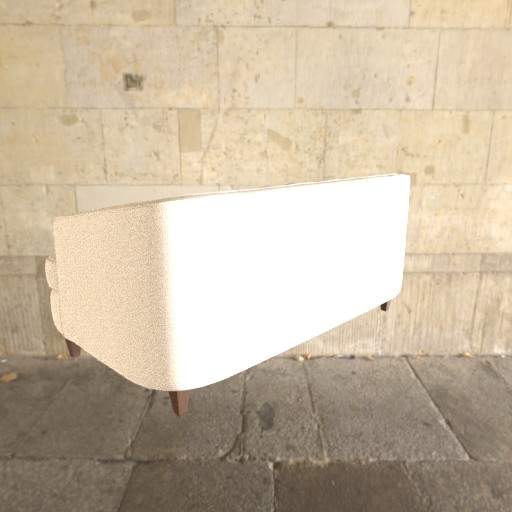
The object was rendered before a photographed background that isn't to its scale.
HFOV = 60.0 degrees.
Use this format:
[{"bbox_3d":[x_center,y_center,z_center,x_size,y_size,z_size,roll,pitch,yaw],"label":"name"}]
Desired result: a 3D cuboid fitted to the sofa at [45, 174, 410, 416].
[{"bbox_3d":[0.000,0.000,2.221,1.733,0.855,0.941,-14,20,-43],"label":"sofa"}]
